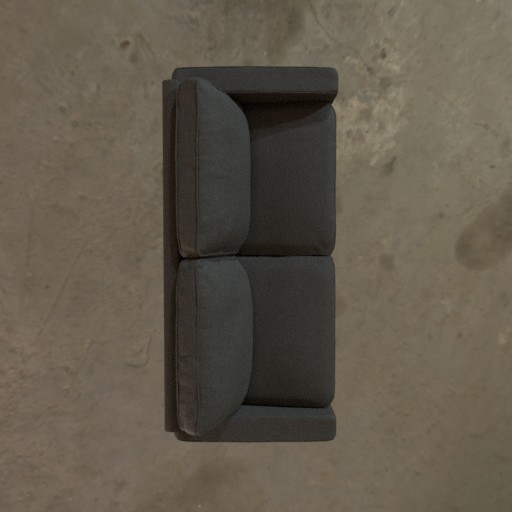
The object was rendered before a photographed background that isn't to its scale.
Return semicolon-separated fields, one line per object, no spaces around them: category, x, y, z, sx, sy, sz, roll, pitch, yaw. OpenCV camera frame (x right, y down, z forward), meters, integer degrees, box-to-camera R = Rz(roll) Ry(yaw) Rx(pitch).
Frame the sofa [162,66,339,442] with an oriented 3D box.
sofa;0.000;0.000;2.575;0.940;0.919;2.080;0;92;-1
